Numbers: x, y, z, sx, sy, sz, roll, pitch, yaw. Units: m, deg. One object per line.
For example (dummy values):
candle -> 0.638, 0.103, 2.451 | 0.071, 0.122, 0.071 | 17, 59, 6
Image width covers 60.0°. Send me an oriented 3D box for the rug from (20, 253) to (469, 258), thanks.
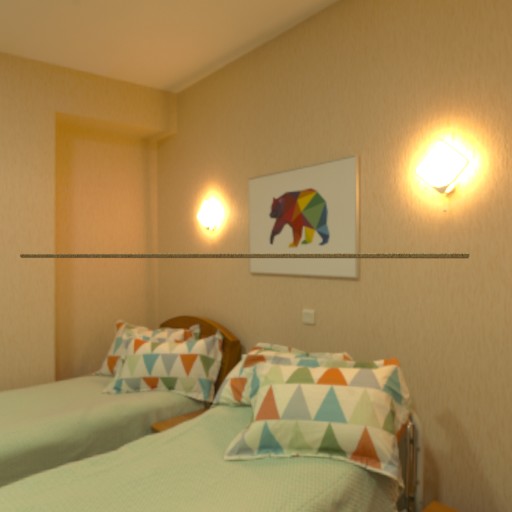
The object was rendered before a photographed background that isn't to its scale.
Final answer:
rug -> 0.000, 0.000, 3.378 | 2.699, 0.025, 1.800 | 0, 0, 17
